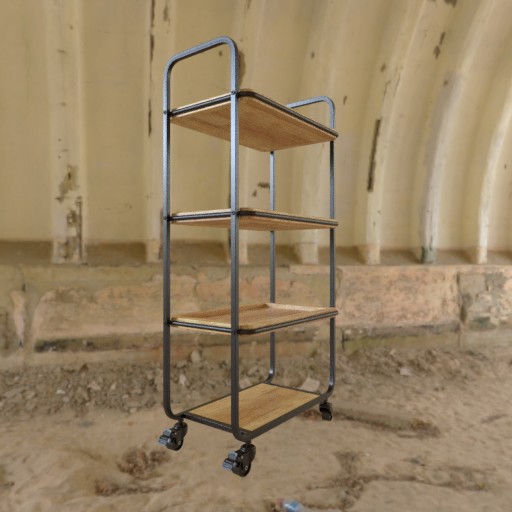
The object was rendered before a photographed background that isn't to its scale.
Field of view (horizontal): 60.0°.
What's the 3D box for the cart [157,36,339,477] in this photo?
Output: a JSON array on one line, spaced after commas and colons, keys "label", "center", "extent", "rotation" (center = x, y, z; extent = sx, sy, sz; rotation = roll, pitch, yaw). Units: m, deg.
[{"label": "cart", "center": [0.000, 0.000, 1.340], "extent": [0.321, 1.080, 0.545], "rotation": [0, 0, 37]}]
